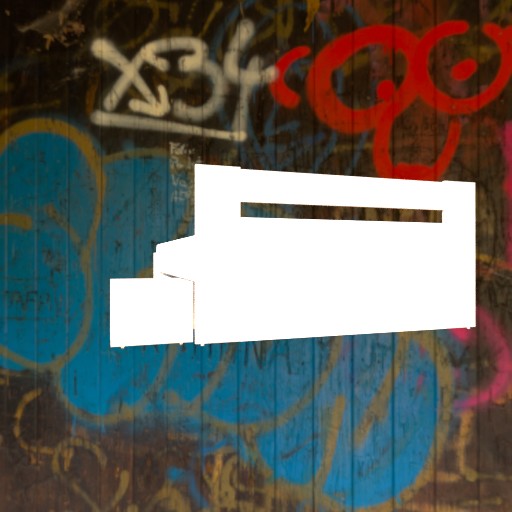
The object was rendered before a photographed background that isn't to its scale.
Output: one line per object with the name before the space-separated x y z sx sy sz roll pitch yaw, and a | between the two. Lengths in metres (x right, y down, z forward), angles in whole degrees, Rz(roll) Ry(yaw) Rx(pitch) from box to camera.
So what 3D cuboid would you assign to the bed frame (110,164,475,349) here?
bed frame | 0.000 0.000 3.262 2.040 0.860 2.050 0 0 -18
